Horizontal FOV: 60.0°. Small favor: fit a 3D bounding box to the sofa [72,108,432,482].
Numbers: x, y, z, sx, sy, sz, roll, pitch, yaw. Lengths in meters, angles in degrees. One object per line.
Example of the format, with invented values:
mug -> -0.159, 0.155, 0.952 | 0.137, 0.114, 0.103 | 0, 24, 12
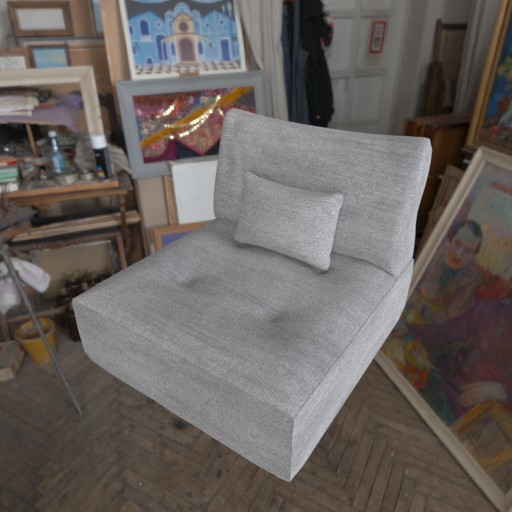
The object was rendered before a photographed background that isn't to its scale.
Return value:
sofa -> 0.000, 0.000, 1.671 | 0.930, 0.820, 1.000 | 19, 35, 29
